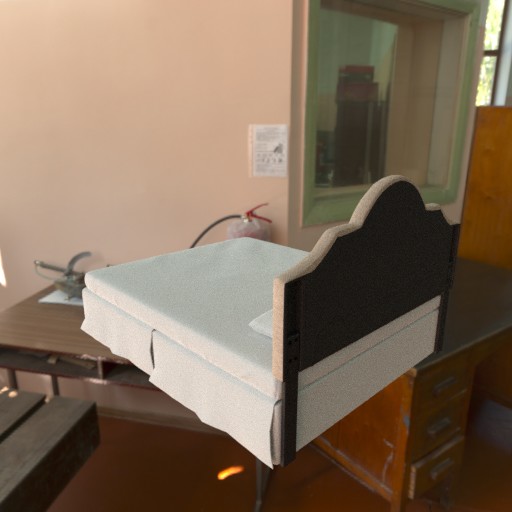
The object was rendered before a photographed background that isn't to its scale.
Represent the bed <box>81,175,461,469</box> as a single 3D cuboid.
[{"bbox_3d":[0.000,0.000,2.919,1.667,1.194,1.970,-15,22,-41],"label":"bed"}]
